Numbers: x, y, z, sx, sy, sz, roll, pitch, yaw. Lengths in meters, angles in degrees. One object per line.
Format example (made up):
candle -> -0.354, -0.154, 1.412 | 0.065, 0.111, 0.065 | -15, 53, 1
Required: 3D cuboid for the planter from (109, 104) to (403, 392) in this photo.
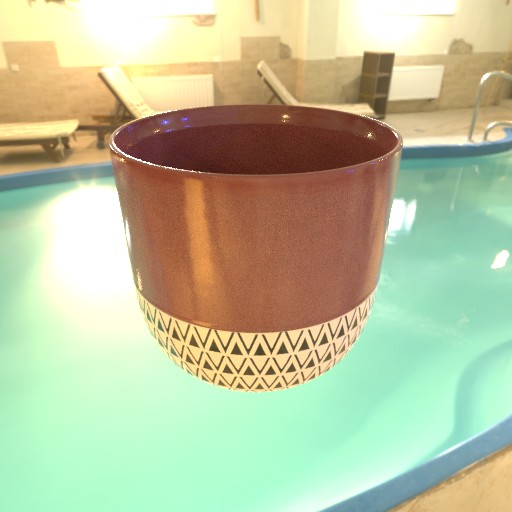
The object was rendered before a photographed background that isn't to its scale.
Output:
planter -> 0.000, 0.000, 0.481 | 0.266, 0.270, 0.266 | 0, 29, 0
